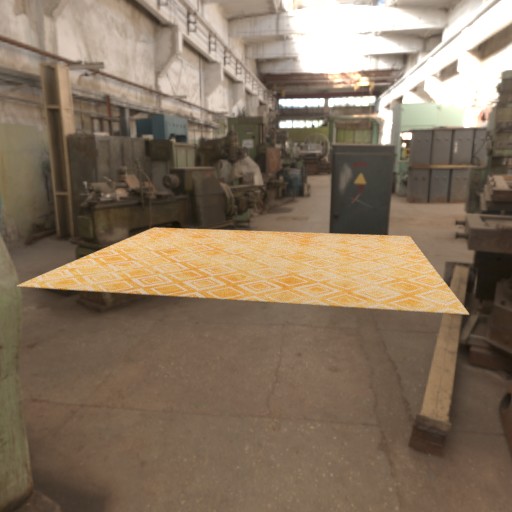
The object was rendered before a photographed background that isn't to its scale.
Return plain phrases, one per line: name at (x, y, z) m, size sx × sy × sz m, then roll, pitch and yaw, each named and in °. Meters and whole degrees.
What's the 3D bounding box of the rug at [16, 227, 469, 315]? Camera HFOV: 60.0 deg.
rug at (0.000, 0.000, 4.054) m, size 3.037 × 0.011 × 2.433 m, roll 3°, pitch 14°, yaw 10°
